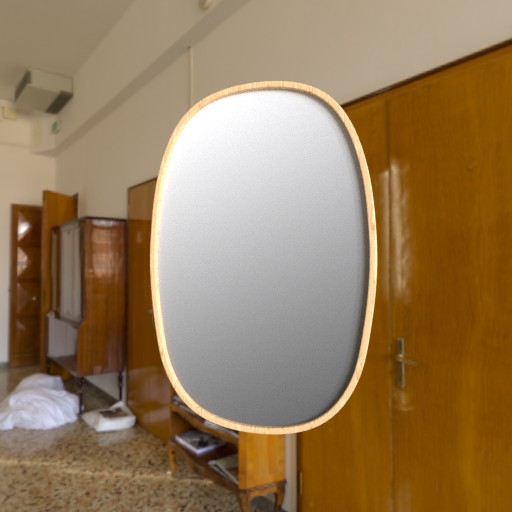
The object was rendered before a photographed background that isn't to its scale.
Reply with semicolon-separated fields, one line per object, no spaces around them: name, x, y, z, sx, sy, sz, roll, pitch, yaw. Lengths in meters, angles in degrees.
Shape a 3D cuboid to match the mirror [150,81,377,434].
mirror;0.000;0.000;1.374;0.724;1.075;0.037;-1;-2;17
